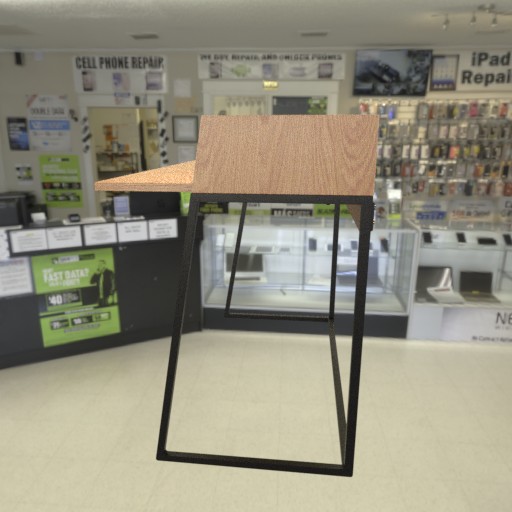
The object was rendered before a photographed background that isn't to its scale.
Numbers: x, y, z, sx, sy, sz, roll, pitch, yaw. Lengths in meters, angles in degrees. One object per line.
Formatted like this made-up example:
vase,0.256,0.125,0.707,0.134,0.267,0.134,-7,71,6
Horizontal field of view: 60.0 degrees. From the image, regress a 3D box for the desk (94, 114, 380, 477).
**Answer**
desk,0.000,0.000,1.830,0.769,1.061,1.191,2,15,7
